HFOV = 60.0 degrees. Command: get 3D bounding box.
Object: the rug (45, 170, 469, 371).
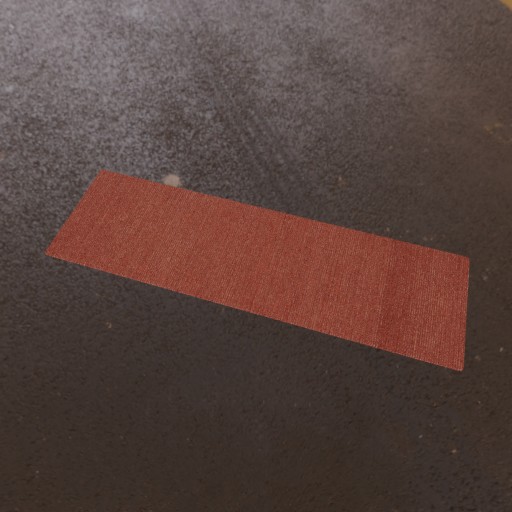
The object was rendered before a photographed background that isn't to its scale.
[{"bbox_3d":[0.000,0.000,2.506,2.307,0.012,0.687,15,58,9],"label":"rug"}]
